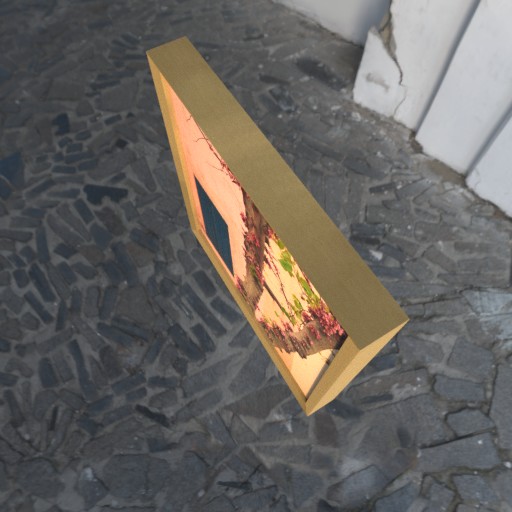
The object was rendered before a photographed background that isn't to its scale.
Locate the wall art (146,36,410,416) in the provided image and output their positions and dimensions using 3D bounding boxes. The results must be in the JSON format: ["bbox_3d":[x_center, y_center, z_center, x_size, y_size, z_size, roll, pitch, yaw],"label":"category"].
[{"bbox_3d":[0.000,0.000,0.463,0.038,0.305,0.304,-28,67,-13],"label":"wall art"}]
